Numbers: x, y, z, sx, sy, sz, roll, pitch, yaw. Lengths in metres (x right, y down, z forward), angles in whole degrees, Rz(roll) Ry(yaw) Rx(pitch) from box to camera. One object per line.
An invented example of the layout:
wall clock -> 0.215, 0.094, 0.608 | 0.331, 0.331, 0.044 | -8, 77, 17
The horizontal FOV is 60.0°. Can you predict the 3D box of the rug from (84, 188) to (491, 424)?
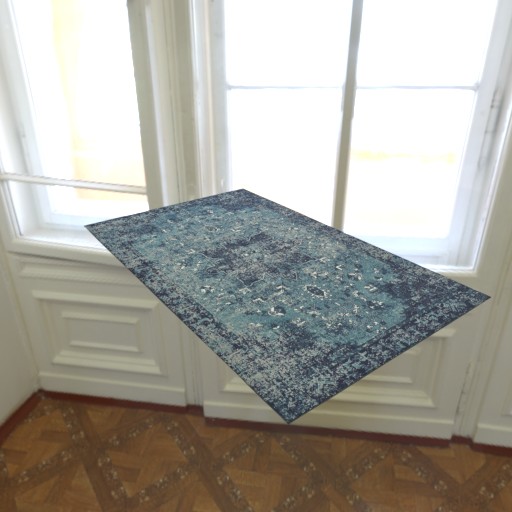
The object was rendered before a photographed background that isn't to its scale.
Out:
rug -> 0.000, 0.000, 2.985 | 1.525, 0.007, 2.440 | -19, 32, -32
